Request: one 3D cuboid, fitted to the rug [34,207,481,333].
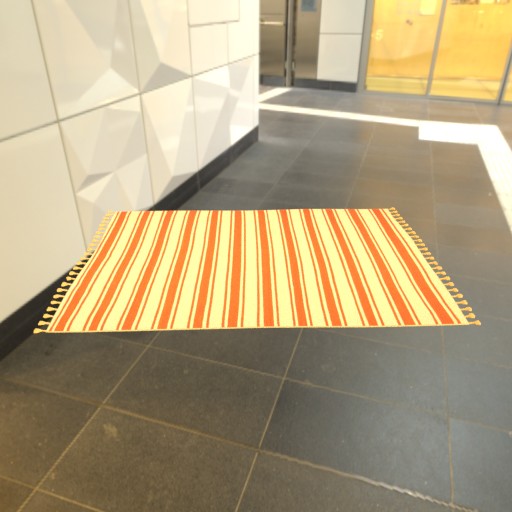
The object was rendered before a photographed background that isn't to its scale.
[{"bbox_3d":[0.000,0.000,3.048,2.433,0.022,1.556,-1,30,-1],"label":"rug"}]
